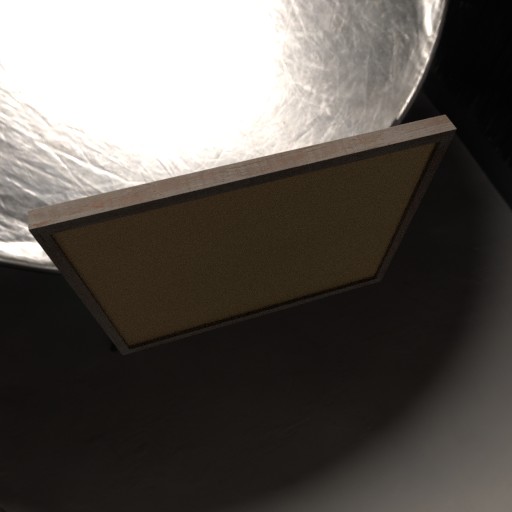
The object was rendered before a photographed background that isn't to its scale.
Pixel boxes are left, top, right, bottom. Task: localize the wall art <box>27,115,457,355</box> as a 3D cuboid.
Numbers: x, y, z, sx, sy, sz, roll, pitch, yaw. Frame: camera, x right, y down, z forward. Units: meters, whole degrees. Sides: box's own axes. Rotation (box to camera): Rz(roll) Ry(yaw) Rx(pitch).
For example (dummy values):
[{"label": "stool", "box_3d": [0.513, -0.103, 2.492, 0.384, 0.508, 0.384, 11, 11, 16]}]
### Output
[{"label": "wall art", "box_3d": [0.000, 0.000, 1.755, 1.320, 1.009, 0.070, -15, 59, -9]}]
